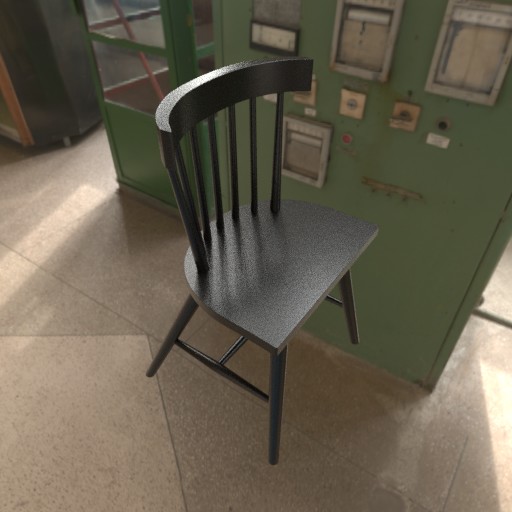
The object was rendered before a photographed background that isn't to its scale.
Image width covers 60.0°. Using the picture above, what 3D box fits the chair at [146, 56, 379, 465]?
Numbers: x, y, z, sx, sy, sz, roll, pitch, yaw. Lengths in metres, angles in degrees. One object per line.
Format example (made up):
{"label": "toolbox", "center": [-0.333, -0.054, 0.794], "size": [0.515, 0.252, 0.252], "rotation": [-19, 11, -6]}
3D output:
{"label": "chair", "center": [0.000, 0.000, 1.127], "size": [0.483, 0.844, 0.506], "rotation": [25, 47, 26]}
